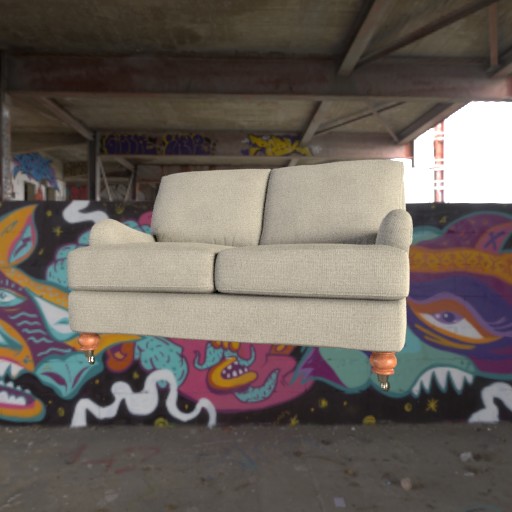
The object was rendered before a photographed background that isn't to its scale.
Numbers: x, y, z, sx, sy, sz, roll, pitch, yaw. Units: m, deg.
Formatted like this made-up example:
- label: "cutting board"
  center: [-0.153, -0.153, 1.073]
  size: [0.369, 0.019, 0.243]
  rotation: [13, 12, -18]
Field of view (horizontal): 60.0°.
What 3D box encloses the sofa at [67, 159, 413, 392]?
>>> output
- label: "sofa"
  center: [0.000, 0.000, 2.223]
  size: [1.480, 0.999, 1.087]
  rotation: [0, 0, 18]
